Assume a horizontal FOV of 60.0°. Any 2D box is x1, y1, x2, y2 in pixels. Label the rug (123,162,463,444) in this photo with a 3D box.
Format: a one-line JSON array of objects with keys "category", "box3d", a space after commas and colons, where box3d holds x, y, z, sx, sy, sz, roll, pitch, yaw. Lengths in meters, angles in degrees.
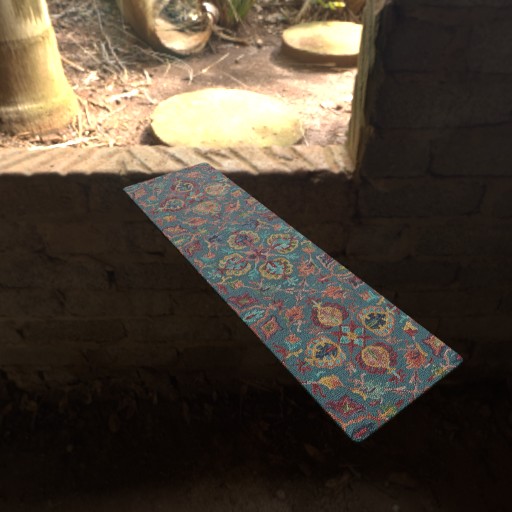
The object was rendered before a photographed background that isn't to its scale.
[{"category": "rug", "box3d": [0.000, 0.000, 2.549, 0.686, 0.013, 2.286, -25, 46, -26]}]
